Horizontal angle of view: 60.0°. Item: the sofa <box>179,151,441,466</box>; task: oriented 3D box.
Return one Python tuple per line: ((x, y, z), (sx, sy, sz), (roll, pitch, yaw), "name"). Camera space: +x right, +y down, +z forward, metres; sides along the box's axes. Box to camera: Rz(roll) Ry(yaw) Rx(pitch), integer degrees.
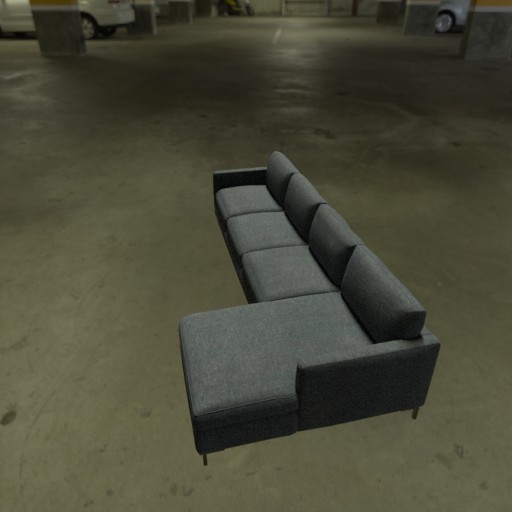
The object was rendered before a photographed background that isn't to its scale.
((0.000, 0.000, 3.506), (1.350, 0.810, 2.932), (-7, 31, -11), "sofa")
